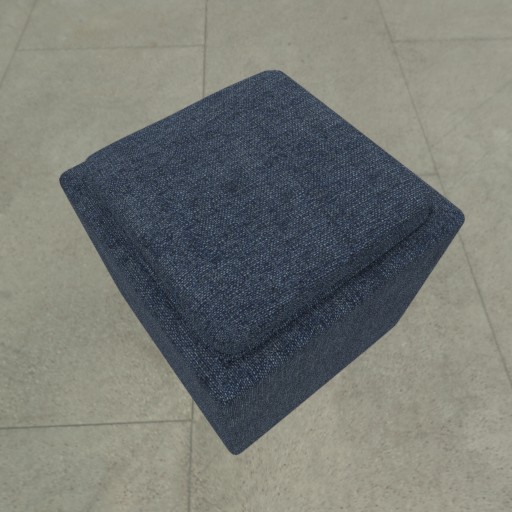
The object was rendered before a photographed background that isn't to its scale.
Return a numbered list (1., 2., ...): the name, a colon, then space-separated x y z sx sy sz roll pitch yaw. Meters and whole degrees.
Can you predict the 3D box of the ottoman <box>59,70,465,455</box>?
1. ottoman: 0.000 0.000 0.812 0.450 0.460 0.450 -33 63 -19
